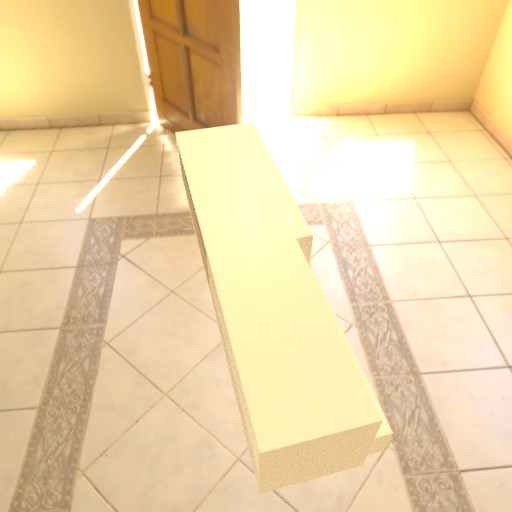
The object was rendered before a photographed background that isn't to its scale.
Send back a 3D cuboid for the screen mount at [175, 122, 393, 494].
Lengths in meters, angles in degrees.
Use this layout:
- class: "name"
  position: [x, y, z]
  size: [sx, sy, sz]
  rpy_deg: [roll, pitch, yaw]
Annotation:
- class: "screen mount"
  position: [0.000, 0.000, 1.846]
  size: [0.420, 0.320, 1.680]
  rpy_deg: [-10, 46, -10]
